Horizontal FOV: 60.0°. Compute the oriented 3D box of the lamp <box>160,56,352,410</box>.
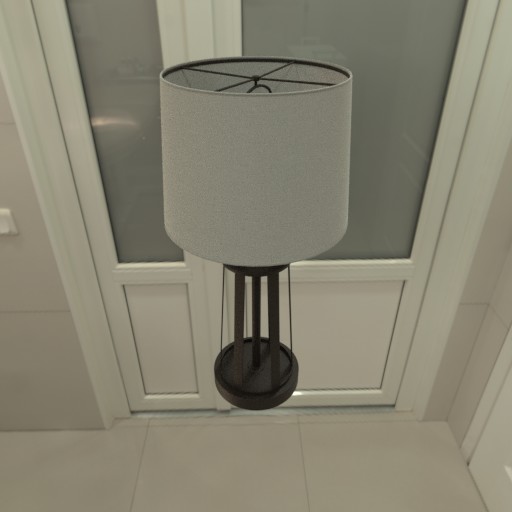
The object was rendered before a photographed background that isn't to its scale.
[{"bbox_3d":[0.000,0.000,0.652,0.251,0.509,0.251,0,33,0],"label":"lamp"}]
